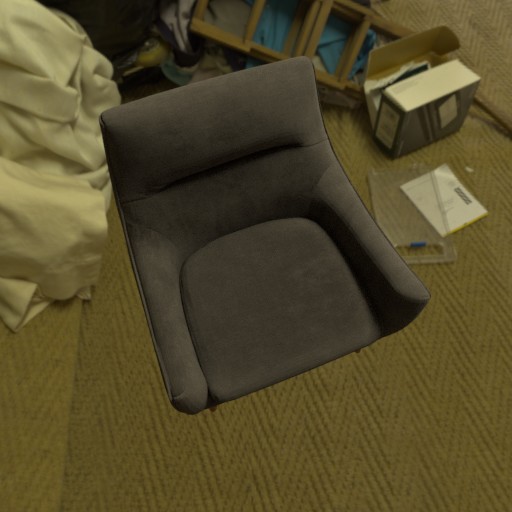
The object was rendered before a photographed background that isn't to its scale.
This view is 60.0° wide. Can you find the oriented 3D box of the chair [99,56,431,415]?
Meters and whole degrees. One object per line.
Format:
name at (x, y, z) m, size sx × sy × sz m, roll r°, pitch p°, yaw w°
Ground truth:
chair at (0.000, 0.000, 1.436) m, size 0.762 × 0.838 × 0.787 m, roll -19°, pitch 65°, yaw -10°
